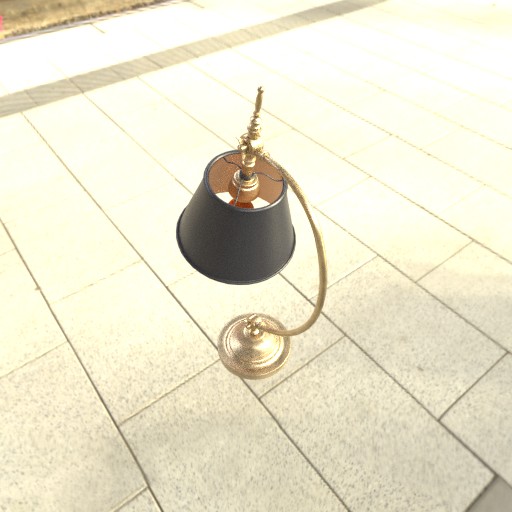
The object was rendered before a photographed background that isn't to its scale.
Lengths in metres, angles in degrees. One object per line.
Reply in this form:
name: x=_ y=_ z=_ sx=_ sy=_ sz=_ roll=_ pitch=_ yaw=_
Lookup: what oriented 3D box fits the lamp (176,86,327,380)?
lamp: x=0.000 y=0.000 z=0.845 sx=0.235 sy=0.675 sz=0.344 roll=-31 pitch=54 yaw=-26
